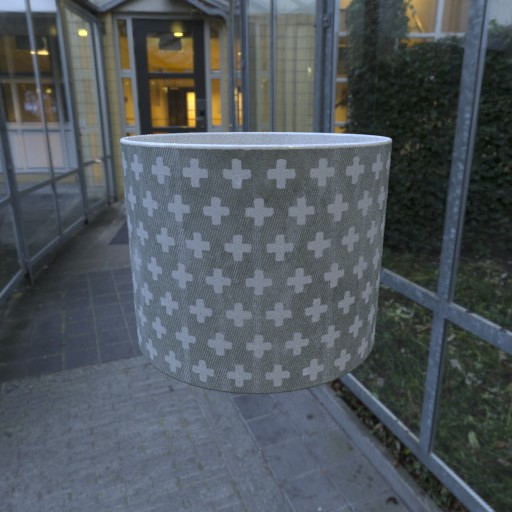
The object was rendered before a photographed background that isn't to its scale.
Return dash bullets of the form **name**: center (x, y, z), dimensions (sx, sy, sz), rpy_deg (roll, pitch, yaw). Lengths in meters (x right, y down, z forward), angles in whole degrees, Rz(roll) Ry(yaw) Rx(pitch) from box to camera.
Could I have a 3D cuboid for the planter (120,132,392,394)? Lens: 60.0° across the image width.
- **planter**: center (0.000, 0.000, 0.460), dimensions (0.250, 0.239, 0.250), rpy_deg (0, 18, 0)
